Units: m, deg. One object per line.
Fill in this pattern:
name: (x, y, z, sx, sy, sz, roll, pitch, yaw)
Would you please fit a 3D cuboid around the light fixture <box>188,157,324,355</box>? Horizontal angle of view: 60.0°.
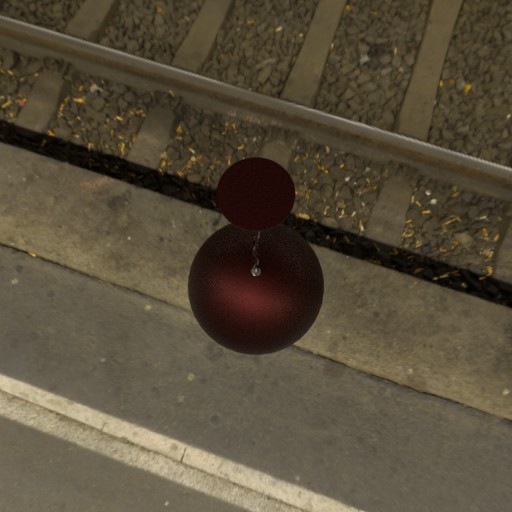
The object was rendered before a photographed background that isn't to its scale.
light fixture: (0.000, 0.000, 1.196, 0.492, 0.869, 0.492, -2, 75, -1)
